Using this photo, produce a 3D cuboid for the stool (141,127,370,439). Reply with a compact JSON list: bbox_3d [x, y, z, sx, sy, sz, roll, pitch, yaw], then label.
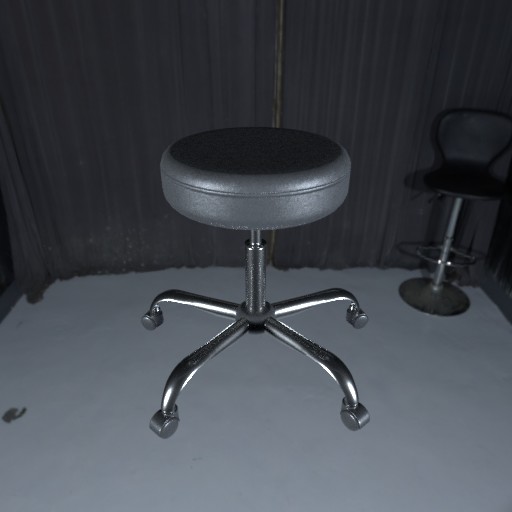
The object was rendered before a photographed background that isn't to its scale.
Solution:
[{"bbox_3d":[0.000,0.000,1.114,0.673,0.576,0.638,-1,29,-2],"label":"stool"}]
